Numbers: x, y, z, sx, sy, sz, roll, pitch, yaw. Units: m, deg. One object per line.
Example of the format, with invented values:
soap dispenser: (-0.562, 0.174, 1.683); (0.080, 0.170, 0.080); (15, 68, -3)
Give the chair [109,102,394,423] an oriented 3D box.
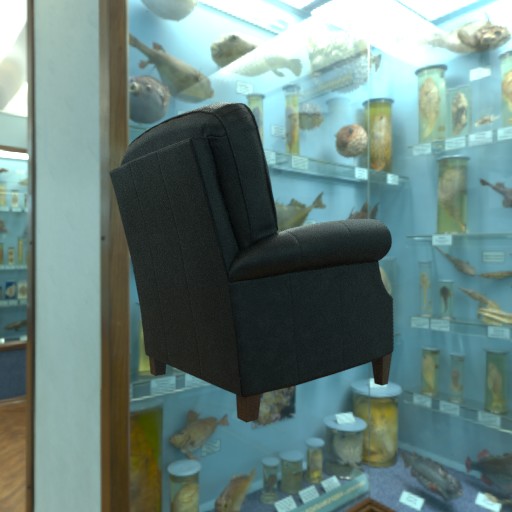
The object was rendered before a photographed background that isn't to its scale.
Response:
chair: (0.000, 0.000, 1.822); (0.986, 1.018, 0.936); (0, 1, -38)
